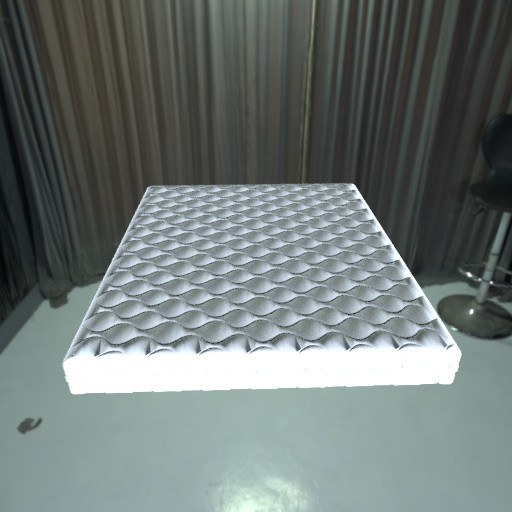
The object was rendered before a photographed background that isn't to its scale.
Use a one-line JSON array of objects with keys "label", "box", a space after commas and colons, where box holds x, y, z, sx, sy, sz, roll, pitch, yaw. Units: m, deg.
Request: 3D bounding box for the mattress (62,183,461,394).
[{"label": "mattress", "box": [0.000, 0.000, 2.611, 1.600, 0.200, 1.900, -1, 30, -2]}]
